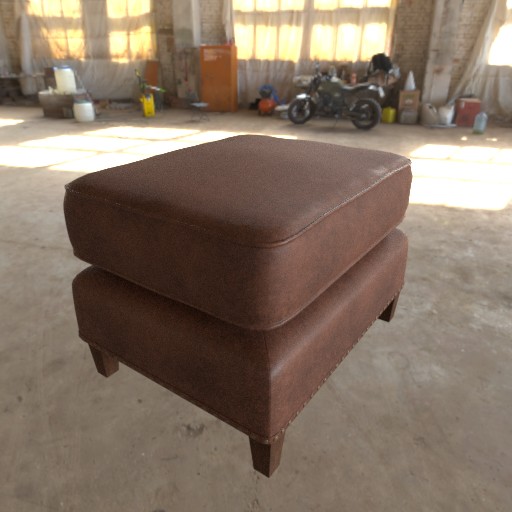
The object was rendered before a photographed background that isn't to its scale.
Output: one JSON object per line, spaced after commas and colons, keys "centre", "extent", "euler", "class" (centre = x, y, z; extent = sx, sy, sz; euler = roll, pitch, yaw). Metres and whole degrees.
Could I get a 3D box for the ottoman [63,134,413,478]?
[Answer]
{"centre": [0.000, 0.000, 1.144], "extent": [0.589, 0.537, 0.738], "euler": [17, 31, 31], "class": "ottoman"}
